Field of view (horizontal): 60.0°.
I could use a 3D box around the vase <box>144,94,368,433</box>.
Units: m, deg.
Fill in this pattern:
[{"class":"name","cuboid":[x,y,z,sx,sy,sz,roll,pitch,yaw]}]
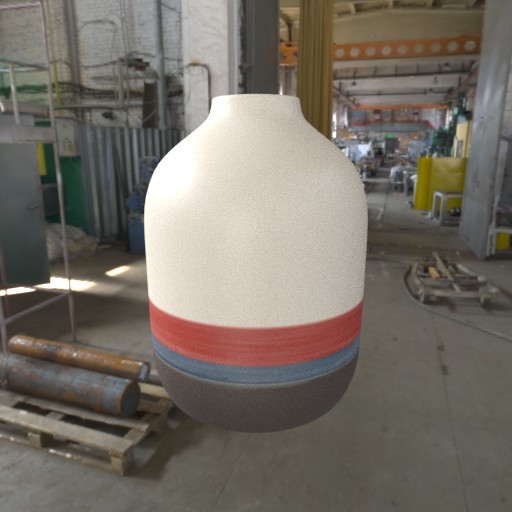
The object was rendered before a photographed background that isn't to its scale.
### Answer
[{"class":"vase","cuboid":[0.000,0.000,0.352,0.169,0.237,0.169,0,14,0]}]
